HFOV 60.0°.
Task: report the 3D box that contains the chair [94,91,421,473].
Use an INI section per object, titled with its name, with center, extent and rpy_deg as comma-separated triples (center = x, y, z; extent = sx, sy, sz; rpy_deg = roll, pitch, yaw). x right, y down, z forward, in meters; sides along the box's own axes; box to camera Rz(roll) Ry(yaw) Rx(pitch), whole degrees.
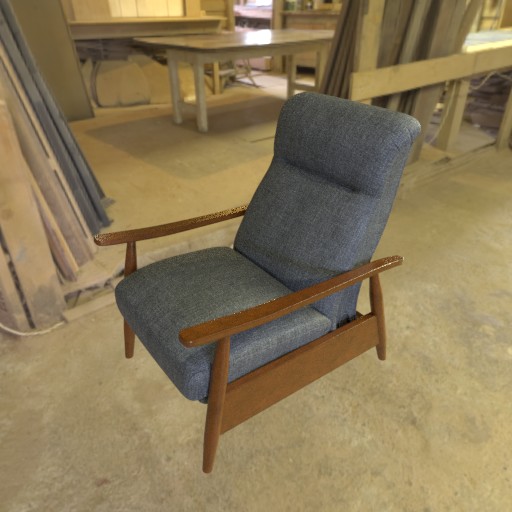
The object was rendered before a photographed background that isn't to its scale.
[chair]
center = 0.000, 0.000, 1.771
extent = 1.030, 1.082, 0.762
rpy_deg = -21, 37, -31
